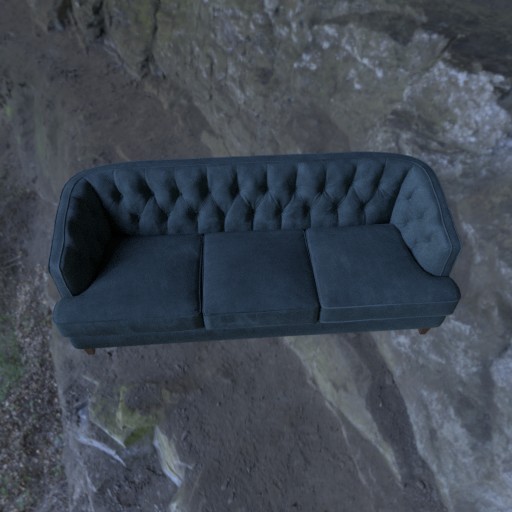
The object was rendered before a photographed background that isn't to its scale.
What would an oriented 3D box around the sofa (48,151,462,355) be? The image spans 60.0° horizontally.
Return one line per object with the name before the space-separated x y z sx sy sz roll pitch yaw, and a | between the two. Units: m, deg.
sofa | 0.000 0.000 2.751 2.278 0.855 0.941 -3 47 -3
